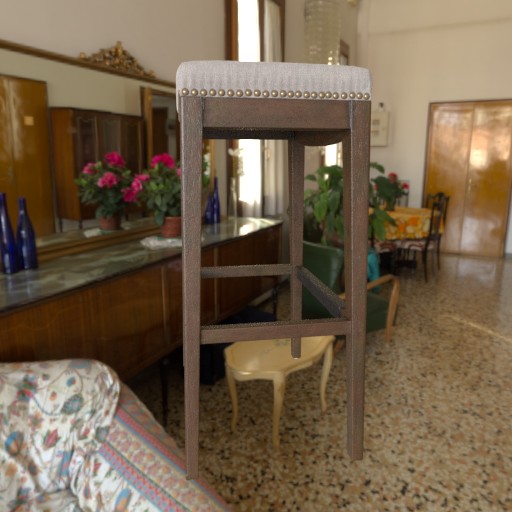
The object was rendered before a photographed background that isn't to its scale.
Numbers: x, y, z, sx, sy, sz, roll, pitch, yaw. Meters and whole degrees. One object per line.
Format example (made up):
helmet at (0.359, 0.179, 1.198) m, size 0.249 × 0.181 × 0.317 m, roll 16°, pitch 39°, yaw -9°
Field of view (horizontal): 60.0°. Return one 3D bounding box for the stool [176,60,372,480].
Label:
stool at (0.000, 0.000, 1.034) m, size 0.356 × 0.762 × 0.508 m, roll -2°, pitch 13°, yaw -9°
